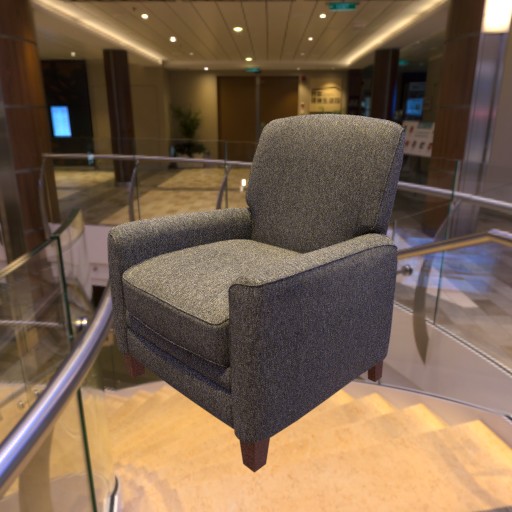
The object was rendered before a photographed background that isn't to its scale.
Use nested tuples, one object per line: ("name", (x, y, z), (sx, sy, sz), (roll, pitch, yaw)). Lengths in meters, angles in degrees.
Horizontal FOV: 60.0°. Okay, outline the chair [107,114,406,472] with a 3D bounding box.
("chair", (0.000, 0.000, 1.658), (0.864, 1.014, 0.848), (-16, 24, -42))
